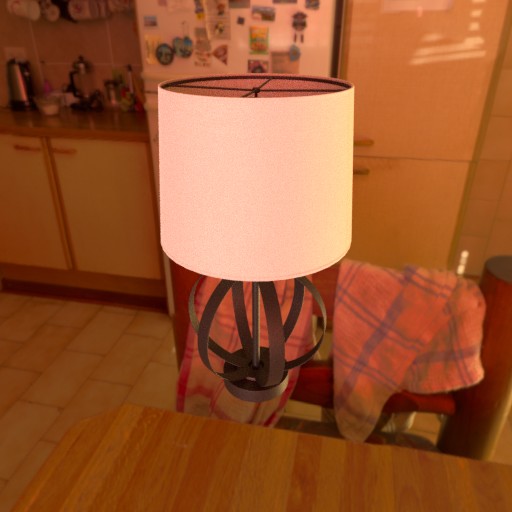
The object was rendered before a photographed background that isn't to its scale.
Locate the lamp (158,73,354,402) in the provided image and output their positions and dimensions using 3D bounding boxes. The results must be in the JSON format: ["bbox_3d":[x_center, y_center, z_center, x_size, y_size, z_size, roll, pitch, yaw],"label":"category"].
[{"bbox_3d":[0.000,0.000,0.698,0.286,0.510,0.286,0,28,0],"label":"lamp"}]
